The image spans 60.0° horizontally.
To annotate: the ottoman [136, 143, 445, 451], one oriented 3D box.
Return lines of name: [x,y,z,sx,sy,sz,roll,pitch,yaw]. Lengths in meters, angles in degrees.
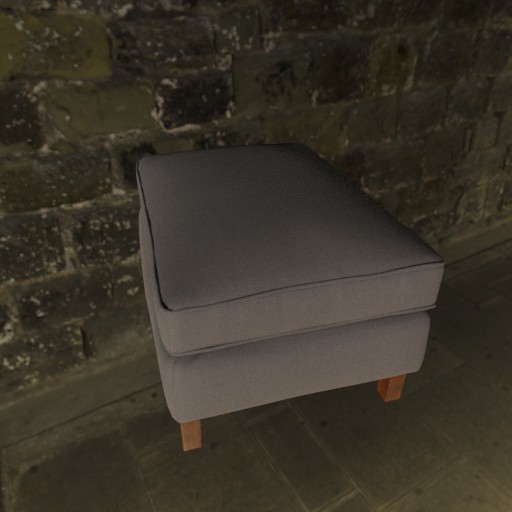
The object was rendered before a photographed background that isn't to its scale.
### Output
ottoman: [0.000,0.000,1.010,0.508,0.406,0.686,-8,32,-13]
